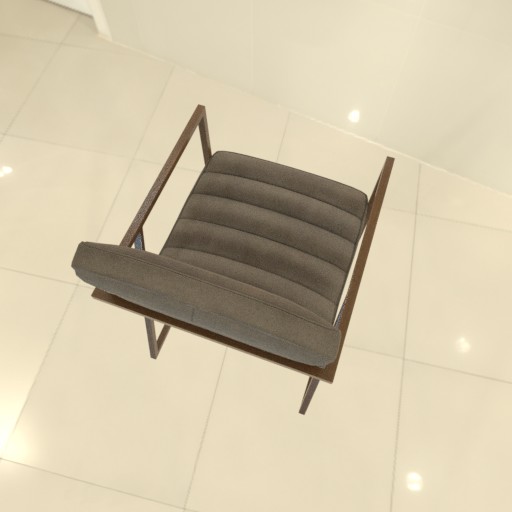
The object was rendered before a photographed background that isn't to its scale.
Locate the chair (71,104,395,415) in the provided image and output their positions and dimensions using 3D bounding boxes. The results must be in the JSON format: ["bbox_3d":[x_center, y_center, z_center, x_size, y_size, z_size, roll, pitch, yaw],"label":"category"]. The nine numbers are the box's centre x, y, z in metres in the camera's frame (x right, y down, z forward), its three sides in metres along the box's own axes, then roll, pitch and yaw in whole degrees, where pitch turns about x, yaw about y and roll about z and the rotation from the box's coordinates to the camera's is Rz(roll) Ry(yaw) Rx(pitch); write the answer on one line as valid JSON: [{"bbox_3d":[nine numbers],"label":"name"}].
[{"bbox_3d":[0.000,0.000,1.296,0.578,0.843,0.682,18,65,9],"label":"chair"}]
